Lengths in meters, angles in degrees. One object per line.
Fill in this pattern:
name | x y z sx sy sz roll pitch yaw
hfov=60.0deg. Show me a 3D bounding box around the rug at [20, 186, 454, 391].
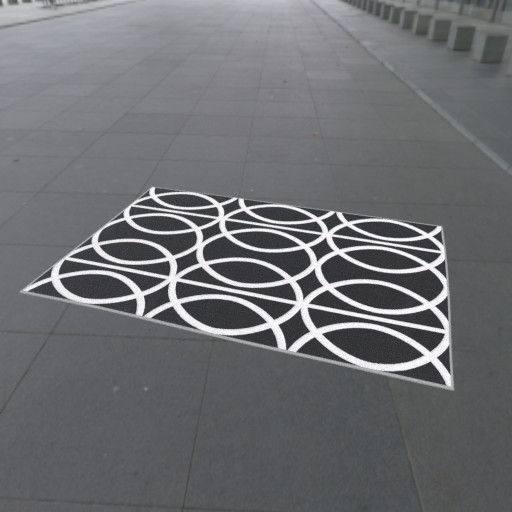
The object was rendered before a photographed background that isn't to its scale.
rug | 0.000 0.000 2.791 2.290 0.014 1.526 10 34 15
